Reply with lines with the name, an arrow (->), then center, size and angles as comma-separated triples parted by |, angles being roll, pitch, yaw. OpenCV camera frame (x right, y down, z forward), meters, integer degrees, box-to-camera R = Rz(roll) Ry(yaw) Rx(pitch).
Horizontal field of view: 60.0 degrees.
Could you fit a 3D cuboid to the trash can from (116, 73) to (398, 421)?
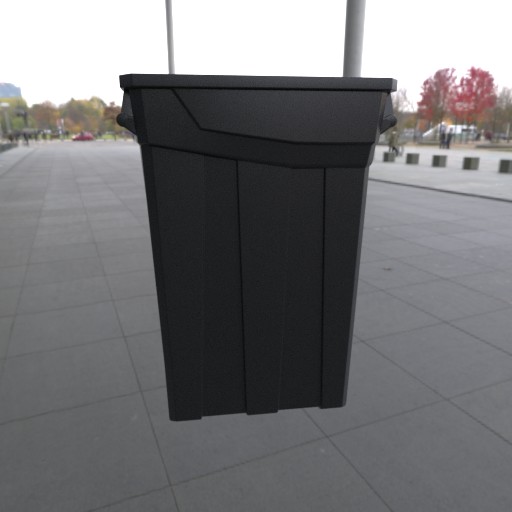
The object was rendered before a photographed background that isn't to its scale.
trash can -> 0.000, 0.000, 1.045 | 0.559, 0.762, 0.281 | -2, 16, -8
